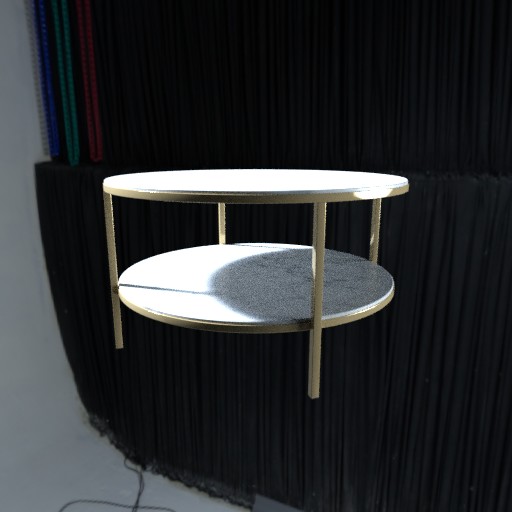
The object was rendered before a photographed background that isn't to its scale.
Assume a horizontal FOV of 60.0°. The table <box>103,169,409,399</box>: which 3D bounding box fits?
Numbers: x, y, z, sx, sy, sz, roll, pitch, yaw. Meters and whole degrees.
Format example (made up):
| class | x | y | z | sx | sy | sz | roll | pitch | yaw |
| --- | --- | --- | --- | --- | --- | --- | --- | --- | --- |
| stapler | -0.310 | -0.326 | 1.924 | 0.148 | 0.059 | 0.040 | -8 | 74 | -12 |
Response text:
| class | x | y | z | sx | sy | sz | roll | pitch | yaw |
| --- | --- | --- | --- | --- | --- | --- | --- | --- | --- |
| table | 0.000 | 0.000 | 1.274 | 0.800 | 0.450 | 0.800 | 0 | 14 | 0 |
